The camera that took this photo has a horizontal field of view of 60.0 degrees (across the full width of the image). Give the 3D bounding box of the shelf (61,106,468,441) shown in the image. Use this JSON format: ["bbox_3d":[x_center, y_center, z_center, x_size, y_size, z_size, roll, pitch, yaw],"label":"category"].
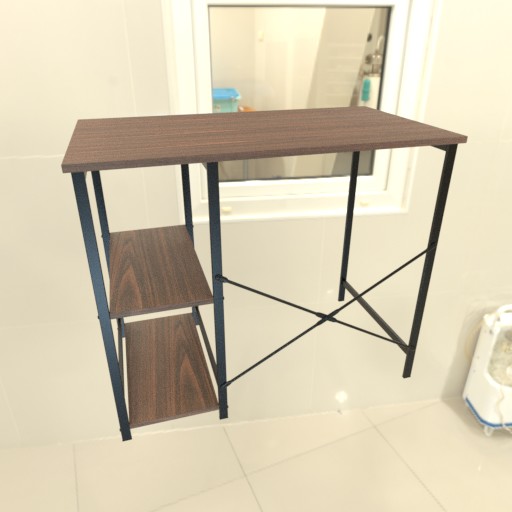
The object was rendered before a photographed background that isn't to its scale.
[{"bbox_3d":[0.000,0.000,1.320,0.902,0.750,0.498,-8,28,-15],"label":"shelf"}]
